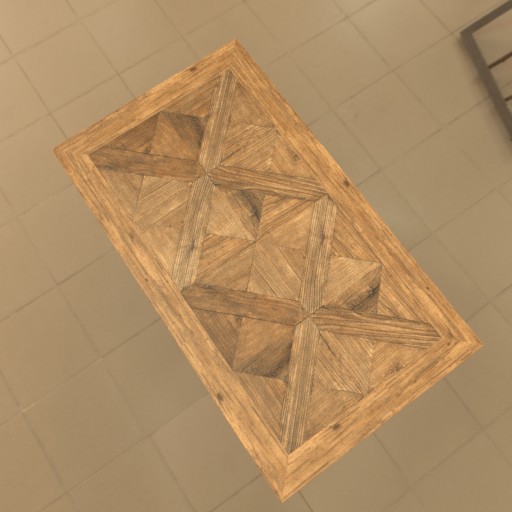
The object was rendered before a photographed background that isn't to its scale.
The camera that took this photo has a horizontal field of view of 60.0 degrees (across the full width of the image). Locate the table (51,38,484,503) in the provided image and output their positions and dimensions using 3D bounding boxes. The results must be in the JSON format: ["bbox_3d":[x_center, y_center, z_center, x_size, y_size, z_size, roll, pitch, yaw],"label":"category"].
[{"bbox_3d":[0.000,0.000,1.697,0.800,0.410,1.400,-34,79,-8],"label":"table"}]
